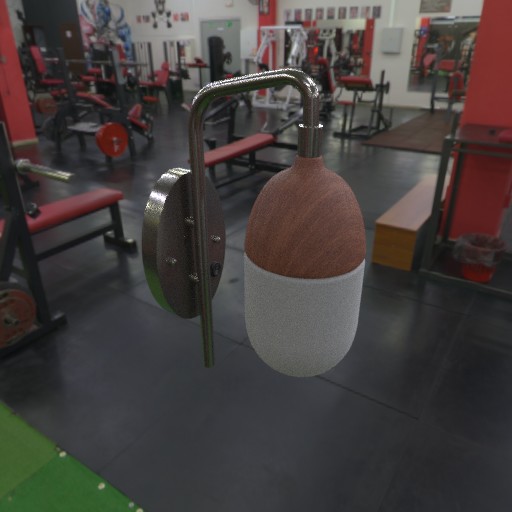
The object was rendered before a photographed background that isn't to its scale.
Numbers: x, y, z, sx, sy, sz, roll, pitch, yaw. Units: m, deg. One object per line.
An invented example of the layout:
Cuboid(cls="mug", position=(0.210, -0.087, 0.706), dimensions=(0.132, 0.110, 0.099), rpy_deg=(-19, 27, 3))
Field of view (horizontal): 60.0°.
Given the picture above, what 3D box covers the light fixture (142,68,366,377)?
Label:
Cuboid(cls="light fixture", position=(0.000, 0.000, 0.437), dimensions=(0.216, 0.343, 0.108), rpy_deg=(18, 32, 32))
